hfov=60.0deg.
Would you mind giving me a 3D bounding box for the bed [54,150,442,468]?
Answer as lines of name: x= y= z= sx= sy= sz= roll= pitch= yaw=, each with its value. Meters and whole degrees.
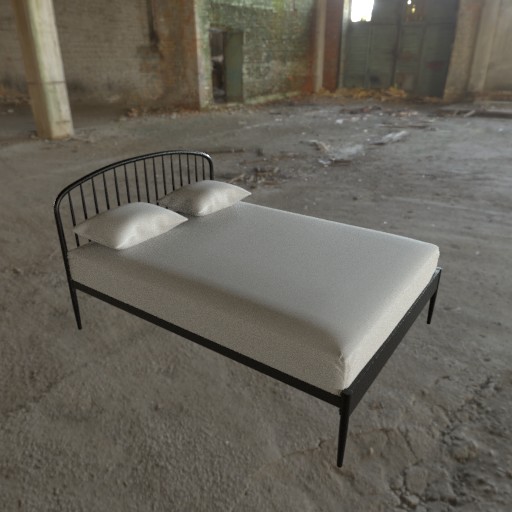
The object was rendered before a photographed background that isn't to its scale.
bed: x=0.000 y=0.000 z=3.114 sx=2.159 sy=1.166 sz=1.618 roll=16 pitch=29 yaw=31
